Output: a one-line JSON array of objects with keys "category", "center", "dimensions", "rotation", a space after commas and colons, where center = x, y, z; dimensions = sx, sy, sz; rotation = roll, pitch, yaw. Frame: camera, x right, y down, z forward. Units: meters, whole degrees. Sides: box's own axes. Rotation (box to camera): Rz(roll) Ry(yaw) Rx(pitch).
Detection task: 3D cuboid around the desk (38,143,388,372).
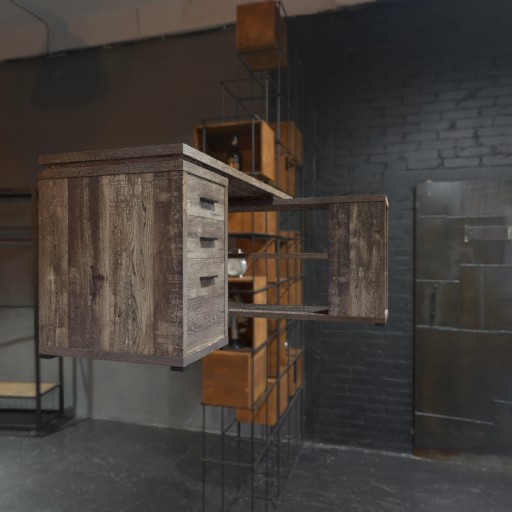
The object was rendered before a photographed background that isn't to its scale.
[{"category": "desk", "center": [0.000, 0.000, 2.182], "dimensions": [1.200, 0.753, 1.524], "rotation": [0, 1, 18]}]
